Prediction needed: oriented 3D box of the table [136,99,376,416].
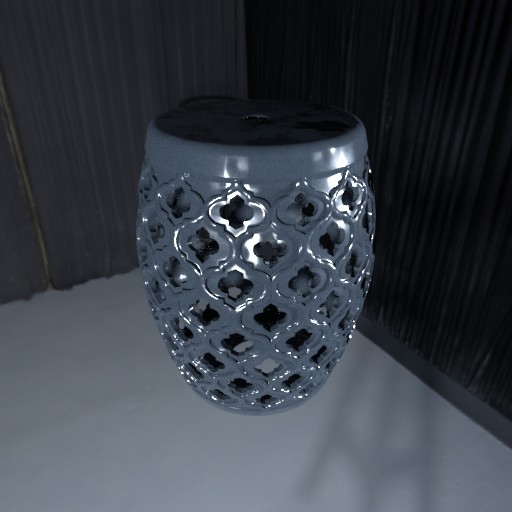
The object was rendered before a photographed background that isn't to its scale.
[{"bbox_3d":[0.000,0.000,0.636,0.325,0.388,0.325,0,30,0],"label":"table"}]
